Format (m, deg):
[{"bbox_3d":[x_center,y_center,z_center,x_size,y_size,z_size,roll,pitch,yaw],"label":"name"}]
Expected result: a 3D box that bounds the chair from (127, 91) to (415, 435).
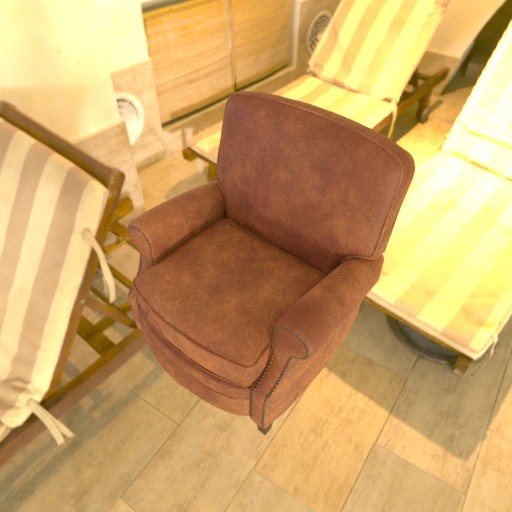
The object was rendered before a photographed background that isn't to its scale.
[{"bbox_3d":[0.000,0.000,1.809,0.936,1.018,0.986,31,53,27],"label":"chair"}]
